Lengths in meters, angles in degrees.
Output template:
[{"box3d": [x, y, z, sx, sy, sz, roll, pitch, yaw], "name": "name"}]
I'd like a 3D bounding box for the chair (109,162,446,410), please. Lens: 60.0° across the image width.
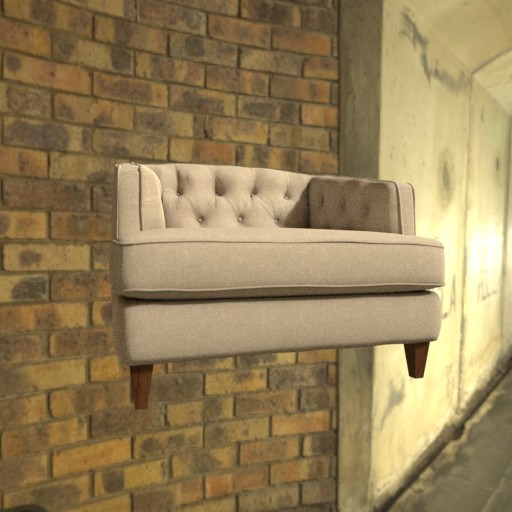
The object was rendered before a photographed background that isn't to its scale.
[{"box3d": [0.000, 0.000, 1.740, 1.104, 0.852, 0.941, 0, 0, -19], "name": "chair"}]
